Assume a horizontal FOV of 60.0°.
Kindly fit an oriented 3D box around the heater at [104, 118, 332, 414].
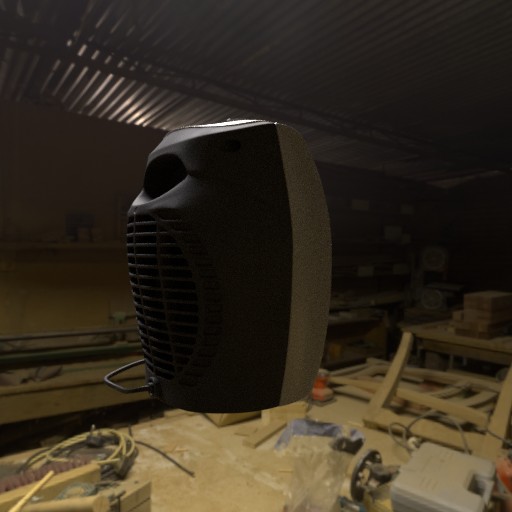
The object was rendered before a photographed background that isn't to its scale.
[{"bbox_3d":[0.000,0.000,0.465,0.291,0.240,0.239,-1,1,-37],"label":"heater"}]
